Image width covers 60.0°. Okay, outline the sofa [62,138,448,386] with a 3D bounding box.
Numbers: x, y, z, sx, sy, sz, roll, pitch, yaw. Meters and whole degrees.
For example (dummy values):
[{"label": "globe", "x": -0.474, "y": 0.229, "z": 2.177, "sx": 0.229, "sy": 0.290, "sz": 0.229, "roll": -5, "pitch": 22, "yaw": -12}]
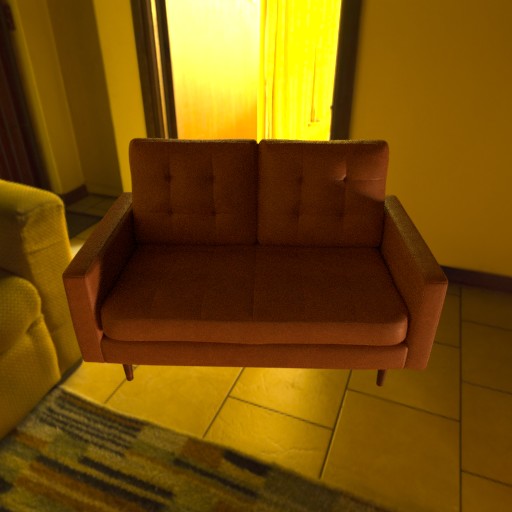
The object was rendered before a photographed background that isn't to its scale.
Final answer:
[{"label": "sofa", "x": 0.000, "y": 0.000, "z": 2.000, "sx": 1.430, "sy": 0.898, "sz": 0.868, "roll": 1, "pitch": 31, "yaw": 1}]
